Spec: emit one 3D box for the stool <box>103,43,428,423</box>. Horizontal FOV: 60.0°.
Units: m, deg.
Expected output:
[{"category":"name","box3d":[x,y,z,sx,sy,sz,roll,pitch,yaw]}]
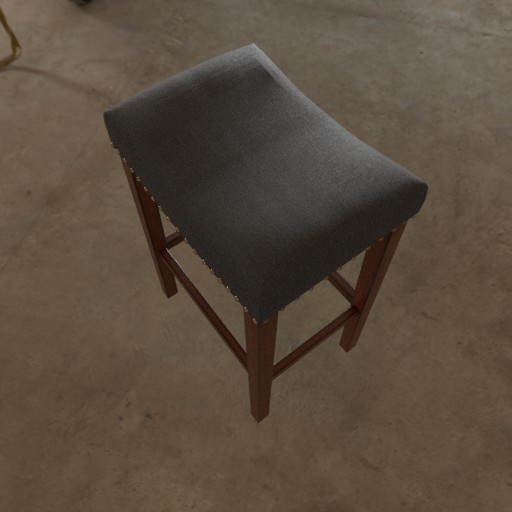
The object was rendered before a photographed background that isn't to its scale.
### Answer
[{"category":"stool","box3d":[0.000,0.000,1.050,0.366,0.748,0.502,-33,64,-18]}]
